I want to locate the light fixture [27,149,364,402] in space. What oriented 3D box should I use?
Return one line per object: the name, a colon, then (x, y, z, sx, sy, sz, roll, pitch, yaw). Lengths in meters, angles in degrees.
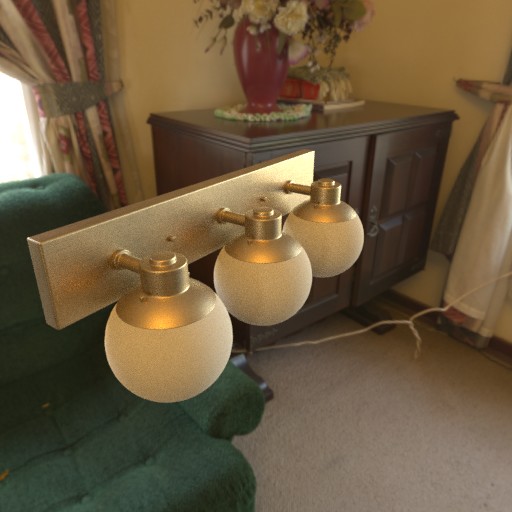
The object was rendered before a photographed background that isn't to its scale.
light fixture: (0.000, 0.000, 0.838, 0.218, 0.263, 0.721, 16, 29, 32)
